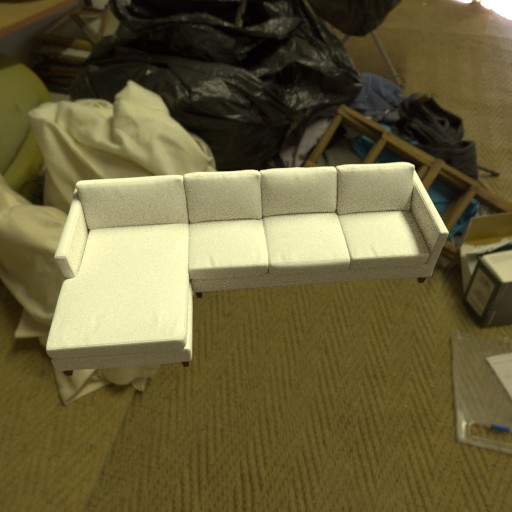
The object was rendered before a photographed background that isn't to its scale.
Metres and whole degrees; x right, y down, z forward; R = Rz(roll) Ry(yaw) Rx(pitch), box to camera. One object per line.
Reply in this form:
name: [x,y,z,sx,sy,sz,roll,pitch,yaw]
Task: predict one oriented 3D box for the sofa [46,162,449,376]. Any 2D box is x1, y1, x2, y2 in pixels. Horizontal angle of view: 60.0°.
sofa: [0.000,0.000,3.790,3.186,0.846,1.625,-4,47,-3]
